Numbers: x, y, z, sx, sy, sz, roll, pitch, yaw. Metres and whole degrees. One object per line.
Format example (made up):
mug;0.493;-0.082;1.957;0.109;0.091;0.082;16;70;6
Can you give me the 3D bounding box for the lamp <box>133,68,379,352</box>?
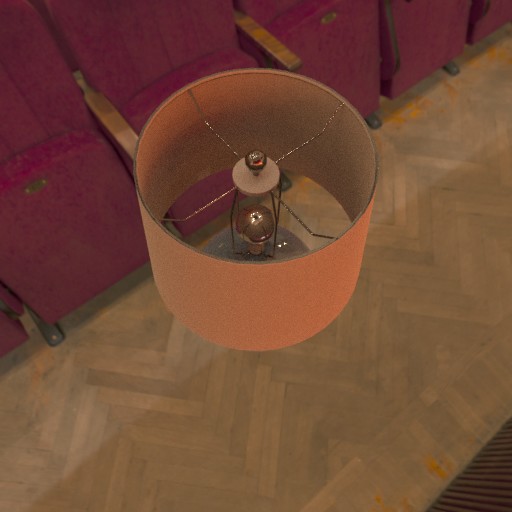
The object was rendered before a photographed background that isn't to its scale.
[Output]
lamp;0.000;0.000;0.545;0.247;0.387;0.247;0;64;0
